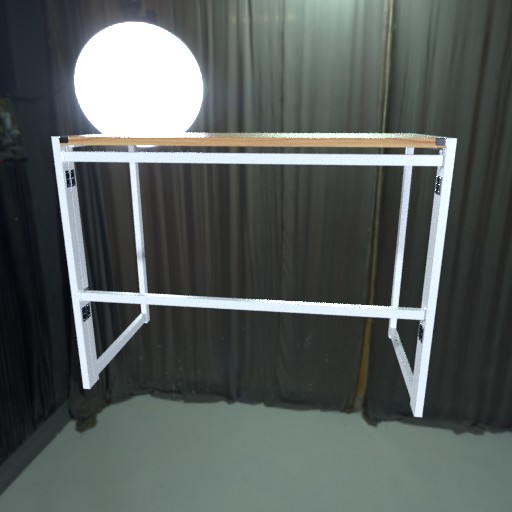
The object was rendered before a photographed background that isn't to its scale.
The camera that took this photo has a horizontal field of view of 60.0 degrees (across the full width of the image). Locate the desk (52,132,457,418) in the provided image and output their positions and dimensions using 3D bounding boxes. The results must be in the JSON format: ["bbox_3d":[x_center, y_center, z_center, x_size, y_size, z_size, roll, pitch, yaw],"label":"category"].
[{"bbox_3d":[0.000,0.000,1.443,1.016,0.762,0.508,2,17,8],"label":"desk"}]
